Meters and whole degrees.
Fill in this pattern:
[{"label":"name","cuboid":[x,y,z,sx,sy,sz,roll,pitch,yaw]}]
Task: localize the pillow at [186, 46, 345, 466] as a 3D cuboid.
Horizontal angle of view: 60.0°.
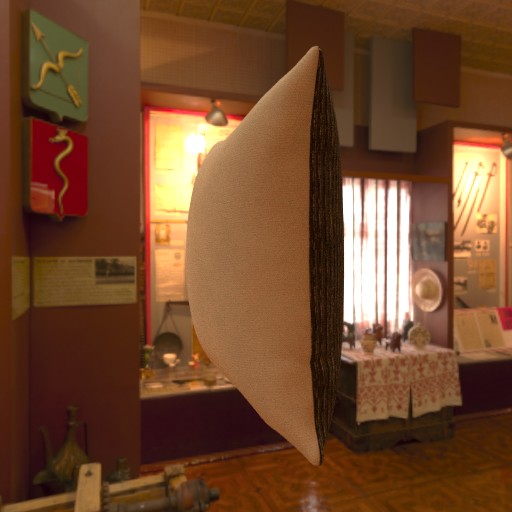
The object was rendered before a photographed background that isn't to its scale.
[{"label":"pillow","cuboid":[0.000,0.000,0.656,0.196,0.434,0.433,0,0,-18]}]
